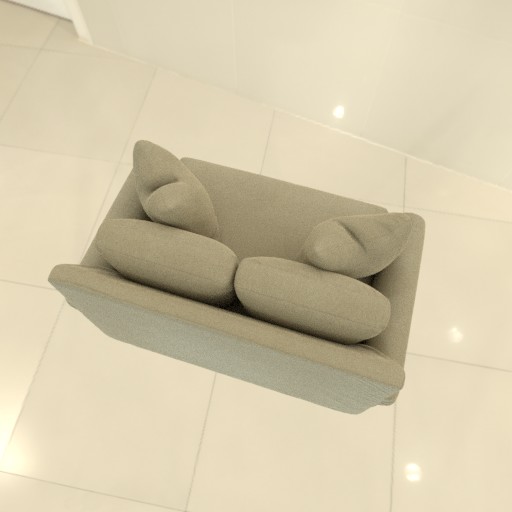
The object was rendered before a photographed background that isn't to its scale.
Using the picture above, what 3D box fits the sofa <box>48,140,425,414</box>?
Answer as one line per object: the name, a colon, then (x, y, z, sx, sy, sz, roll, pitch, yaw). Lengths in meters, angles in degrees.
sofa: (0.000, 0.000, 2.205, 1.550, 0.905, 1.070, 16, 65, 8)
